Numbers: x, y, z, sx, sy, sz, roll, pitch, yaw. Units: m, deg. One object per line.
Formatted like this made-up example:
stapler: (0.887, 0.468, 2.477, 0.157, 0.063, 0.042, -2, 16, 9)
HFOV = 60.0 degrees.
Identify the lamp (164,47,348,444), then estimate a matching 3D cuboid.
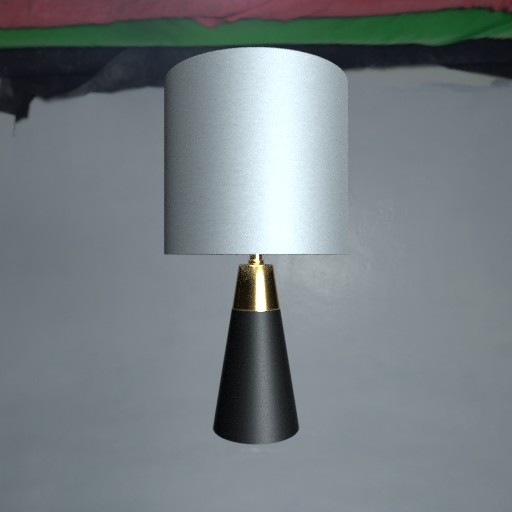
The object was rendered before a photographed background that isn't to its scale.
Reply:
lamp: (0.000, 0.000, 0.757, 0.308, 0.580, 0.308, 0, 0, 2)
